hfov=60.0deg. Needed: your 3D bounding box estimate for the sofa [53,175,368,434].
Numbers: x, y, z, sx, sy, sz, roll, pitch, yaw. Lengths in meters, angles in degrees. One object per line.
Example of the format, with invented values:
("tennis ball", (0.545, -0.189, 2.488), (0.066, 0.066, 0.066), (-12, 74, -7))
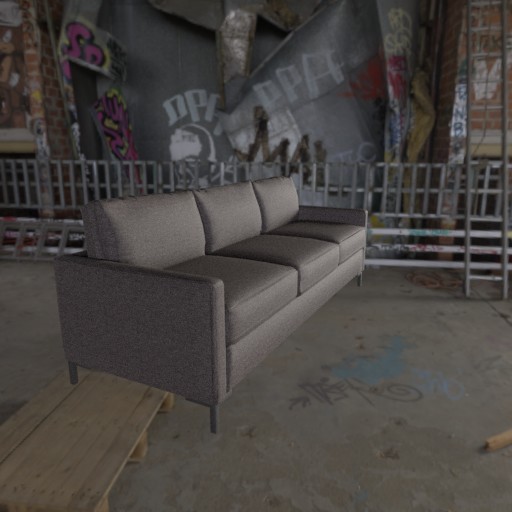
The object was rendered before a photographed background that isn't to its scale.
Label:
("sofa", (0.000, 0.000, 2.751), (0.876, 0.882, 2.253), (7, 15, 27))
